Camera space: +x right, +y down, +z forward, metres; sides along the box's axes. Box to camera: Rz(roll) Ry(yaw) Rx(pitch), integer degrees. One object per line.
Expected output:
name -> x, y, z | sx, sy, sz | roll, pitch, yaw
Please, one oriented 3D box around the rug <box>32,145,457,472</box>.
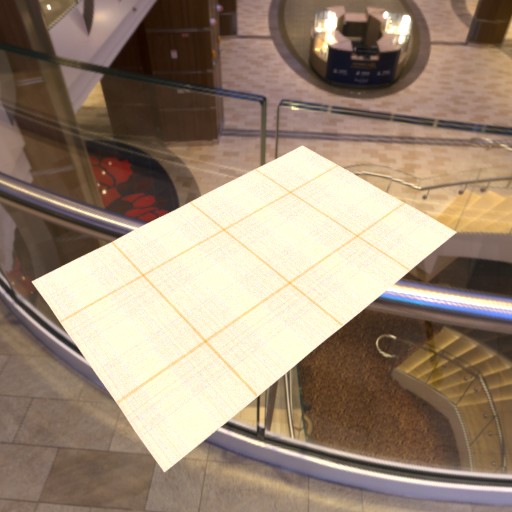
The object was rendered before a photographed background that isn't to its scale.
rug -> 0.000, 0.000, 2.970 | 2.442, 0.016, 1.527 | -32, 53, -28
